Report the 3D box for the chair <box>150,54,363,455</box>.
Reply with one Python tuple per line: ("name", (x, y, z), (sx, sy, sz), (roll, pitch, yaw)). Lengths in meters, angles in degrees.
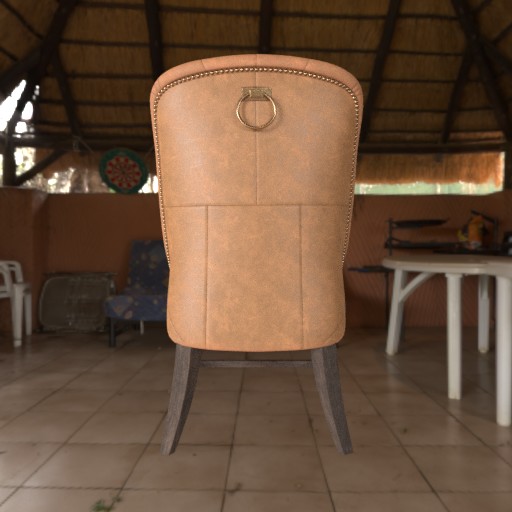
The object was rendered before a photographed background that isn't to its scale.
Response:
("chair", (0.000, 0.000, 1.481), (0.634, 1.091, 0.629), (0, 1, 0))
